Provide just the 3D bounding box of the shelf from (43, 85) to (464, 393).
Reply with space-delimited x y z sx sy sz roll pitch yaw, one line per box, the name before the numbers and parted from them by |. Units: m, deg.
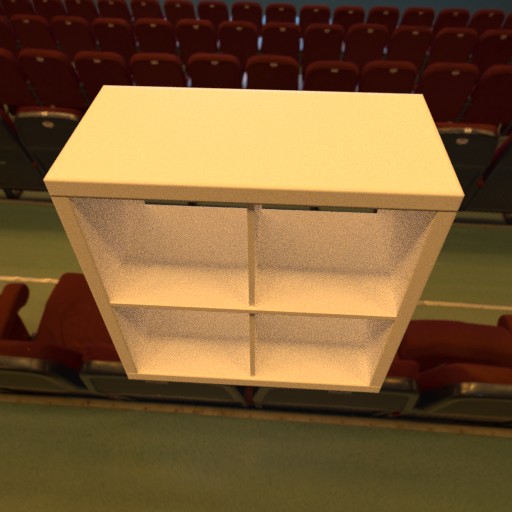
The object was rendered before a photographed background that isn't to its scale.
shelf | 0.000 0.000 1.249 0.790 0.786 0.390 2 47 2
